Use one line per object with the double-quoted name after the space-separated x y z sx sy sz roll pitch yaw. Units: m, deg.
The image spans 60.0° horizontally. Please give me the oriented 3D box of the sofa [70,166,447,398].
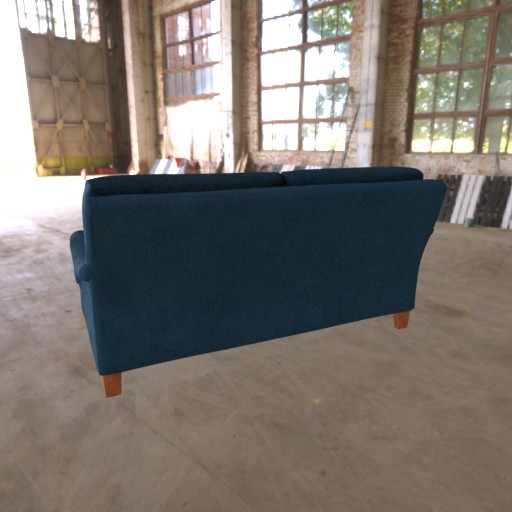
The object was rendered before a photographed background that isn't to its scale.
0.000 0.000 2.803 2.141 1.101 1.084 -7 16 -25 "sofa"
